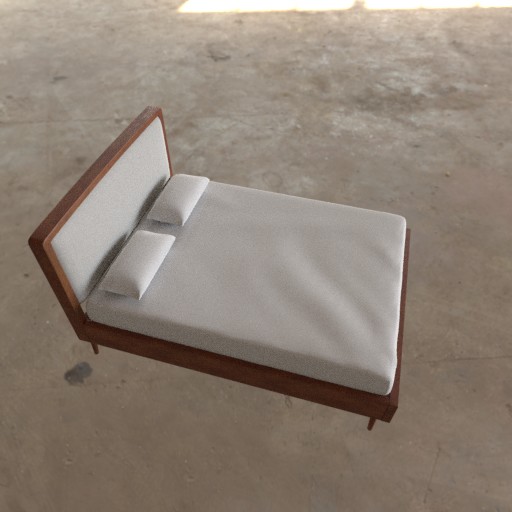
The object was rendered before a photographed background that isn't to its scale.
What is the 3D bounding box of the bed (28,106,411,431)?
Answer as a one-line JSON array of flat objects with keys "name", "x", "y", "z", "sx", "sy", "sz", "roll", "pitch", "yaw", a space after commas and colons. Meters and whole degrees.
[{"name": "bed", "x": 0.000, "y": 0.000, "z": 3.217, "sx": 2.196, "sy": 1.275, "sz": 1.587, "roll": 12, "pitch": 48, "yaw": 11}]
